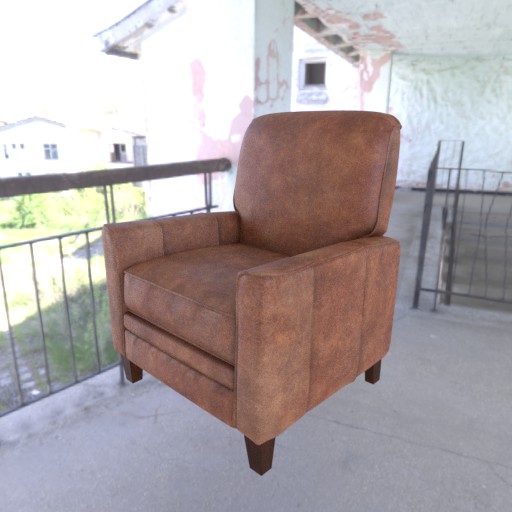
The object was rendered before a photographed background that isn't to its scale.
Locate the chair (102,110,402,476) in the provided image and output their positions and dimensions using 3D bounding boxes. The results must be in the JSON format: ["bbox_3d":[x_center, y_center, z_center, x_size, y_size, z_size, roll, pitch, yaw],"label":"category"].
[{"bbox_3d":[0.000,0.000,1.651,0.843,1.043,0.836,15,22,42],"label":"chair"}]
